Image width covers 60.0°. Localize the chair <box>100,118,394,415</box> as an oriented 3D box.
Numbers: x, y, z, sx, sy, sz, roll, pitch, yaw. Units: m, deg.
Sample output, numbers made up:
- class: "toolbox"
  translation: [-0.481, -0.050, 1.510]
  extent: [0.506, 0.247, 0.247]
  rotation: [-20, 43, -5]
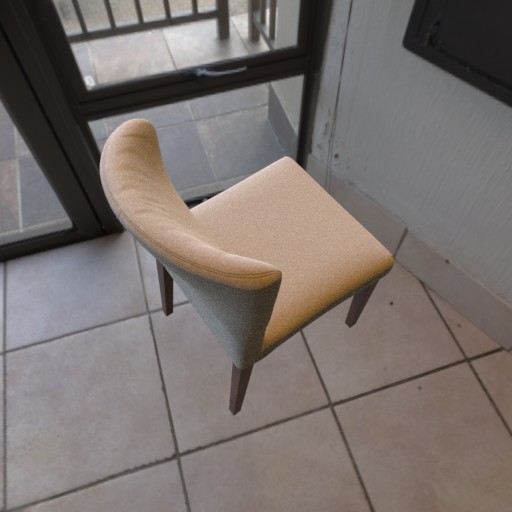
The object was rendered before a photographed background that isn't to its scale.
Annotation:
- class: "chair"
  translation: [0.000, 0.000, 1.196]
  extent: [0.592, 0.839, 0.491]
  rotation: [-32, 63, -18]
